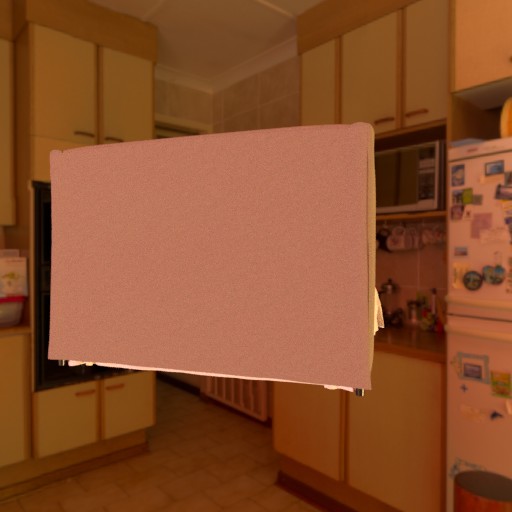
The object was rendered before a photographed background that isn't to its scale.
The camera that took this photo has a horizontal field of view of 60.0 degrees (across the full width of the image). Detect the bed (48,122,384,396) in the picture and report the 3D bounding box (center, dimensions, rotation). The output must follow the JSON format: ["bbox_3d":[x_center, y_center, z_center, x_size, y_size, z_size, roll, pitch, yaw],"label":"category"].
[{"bbox_3d":[0.000,0.000,3.457,1.925,1.332,2.276,0,1,19],"label":"bed"}]
